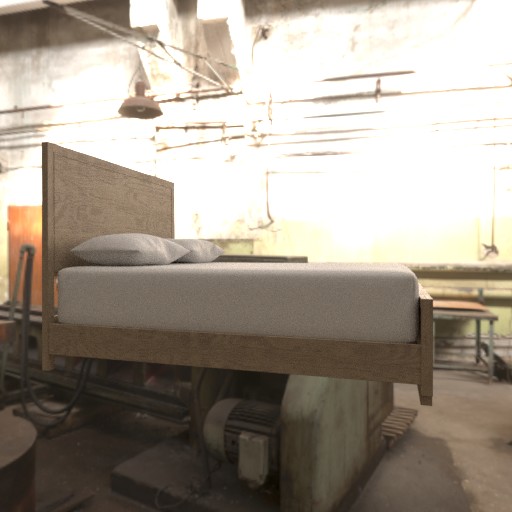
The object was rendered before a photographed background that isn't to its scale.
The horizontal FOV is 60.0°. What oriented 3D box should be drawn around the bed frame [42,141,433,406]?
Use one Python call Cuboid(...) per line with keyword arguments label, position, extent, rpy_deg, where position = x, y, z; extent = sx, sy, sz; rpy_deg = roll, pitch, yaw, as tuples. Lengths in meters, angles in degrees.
Cuboid(label="bed frame", position=(0.000, 0.000, 3.100), extent=(2.189, 1.369, 1.606), rpy_deg=(0, 0, 17))
